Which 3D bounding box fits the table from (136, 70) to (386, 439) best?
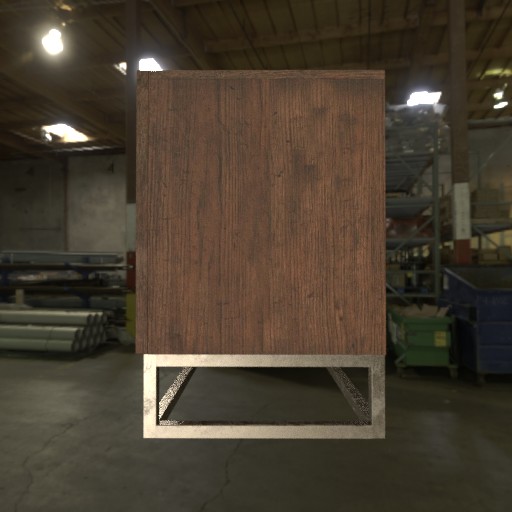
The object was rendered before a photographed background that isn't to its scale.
[{"bbox_3d":[0.000,0.000,1.276,0.542,0.746,0.767,0,-1,0],"label":"table"}]
